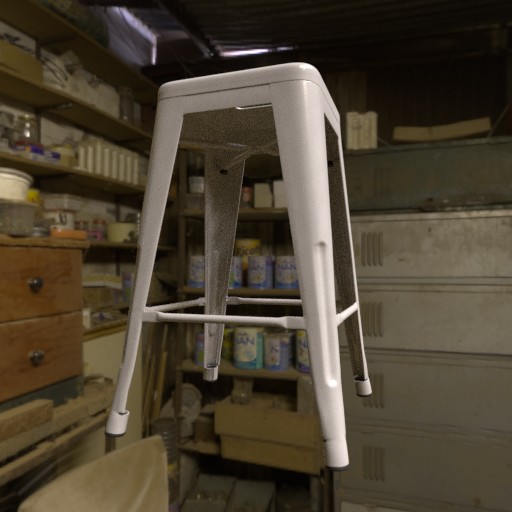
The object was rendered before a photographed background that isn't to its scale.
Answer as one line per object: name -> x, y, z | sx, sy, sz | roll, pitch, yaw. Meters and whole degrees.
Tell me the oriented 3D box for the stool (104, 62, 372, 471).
stool -> 0.000, 0.000, 0.867 | 0.406, 0.610, 0.406 | 0, -1, 19
